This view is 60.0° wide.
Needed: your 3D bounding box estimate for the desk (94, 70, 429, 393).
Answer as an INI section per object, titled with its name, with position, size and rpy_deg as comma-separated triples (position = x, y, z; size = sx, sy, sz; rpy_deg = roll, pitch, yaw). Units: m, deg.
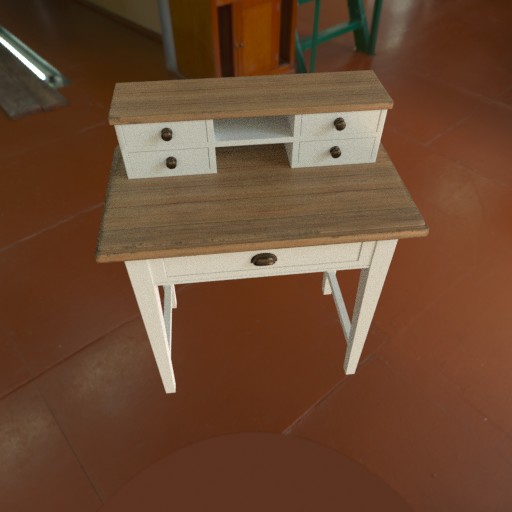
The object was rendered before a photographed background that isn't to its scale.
[desk]
position = 0.000, 0.000, 1.436
size = 0.814, 0.981, 0.462
rpy_deg = -5, 47, -4
